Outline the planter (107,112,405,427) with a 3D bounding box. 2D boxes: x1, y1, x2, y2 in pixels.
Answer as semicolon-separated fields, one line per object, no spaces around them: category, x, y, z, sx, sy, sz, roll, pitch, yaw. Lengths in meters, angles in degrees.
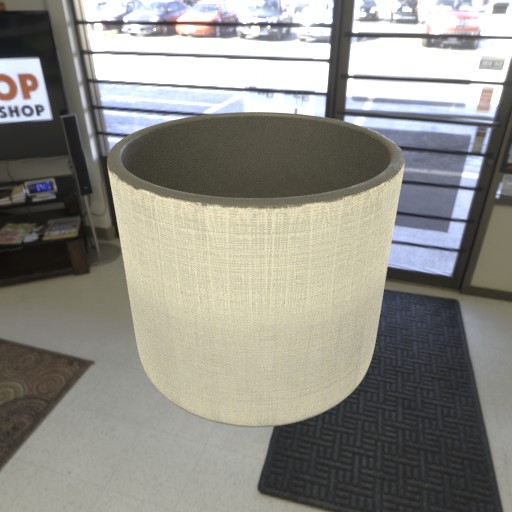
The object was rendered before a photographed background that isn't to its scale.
planter;0.000;0.000;0.393;0.226;0.201;0.226;0;31;0
